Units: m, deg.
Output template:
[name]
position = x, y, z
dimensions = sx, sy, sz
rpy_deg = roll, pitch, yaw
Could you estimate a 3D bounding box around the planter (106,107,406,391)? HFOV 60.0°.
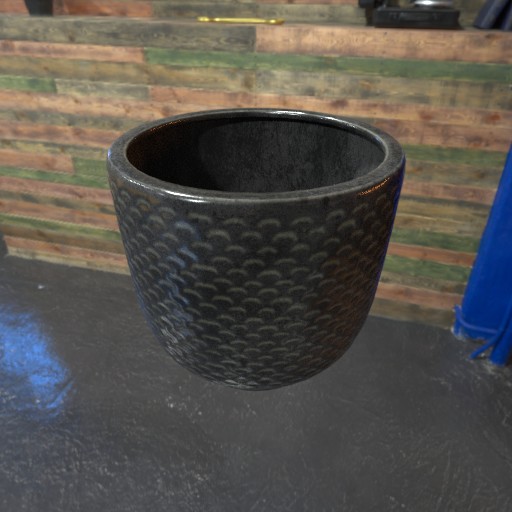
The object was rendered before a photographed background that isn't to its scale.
[planter]
position = 0.000, 0.000, 0.245
dimensions = 0.140, 0.129, 0.140
rpy_deg = 0, 32, 0
